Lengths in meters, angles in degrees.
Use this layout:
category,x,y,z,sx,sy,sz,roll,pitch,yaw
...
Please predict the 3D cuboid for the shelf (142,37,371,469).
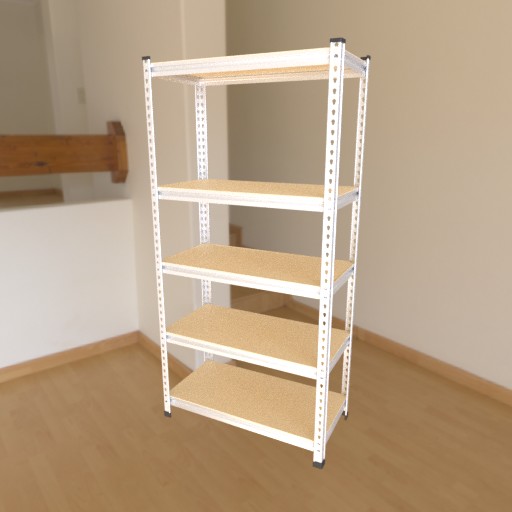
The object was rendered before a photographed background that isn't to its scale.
category,x,y,z,sx,sy,sz,roll,pitch,yaw
shelf,0.000,0.000,2.204,0.914,1.829,0.457,8,17,26
